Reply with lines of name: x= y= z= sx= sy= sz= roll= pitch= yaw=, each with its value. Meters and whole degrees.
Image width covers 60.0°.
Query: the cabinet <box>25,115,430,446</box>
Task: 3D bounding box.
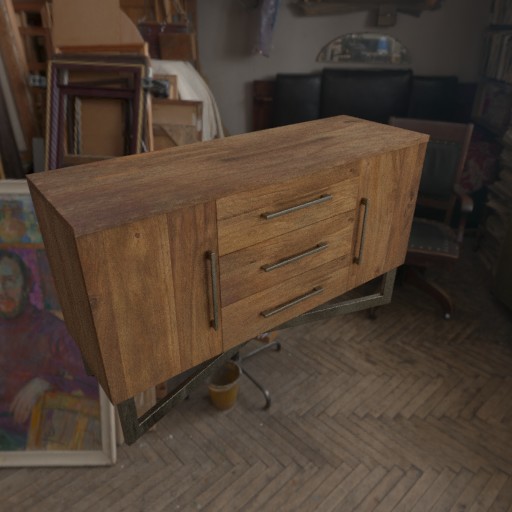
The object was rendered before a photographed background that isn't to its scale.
cabinet: x=0.000 y=0.000 z=1.723 sx=1.373 sy=0.812 sz=0.480 roll=-20 pitch=36 yaw=-31
